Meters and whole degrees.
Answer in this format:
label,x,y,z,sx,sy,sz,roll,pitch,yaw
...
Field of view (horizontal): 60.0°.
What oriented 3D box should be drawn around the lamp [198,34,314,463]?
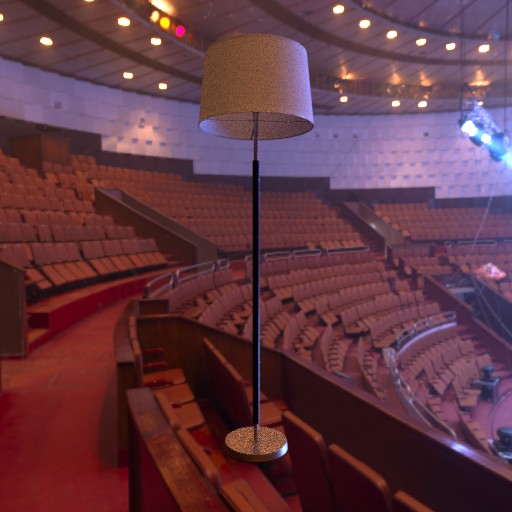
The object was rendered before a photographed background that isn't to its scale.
label,x,y,z,sx,sy,sz,roll,pitch,yaw
lamp,0.000,0.000,1.642,0.420,1.447,0.420,0,2,0
